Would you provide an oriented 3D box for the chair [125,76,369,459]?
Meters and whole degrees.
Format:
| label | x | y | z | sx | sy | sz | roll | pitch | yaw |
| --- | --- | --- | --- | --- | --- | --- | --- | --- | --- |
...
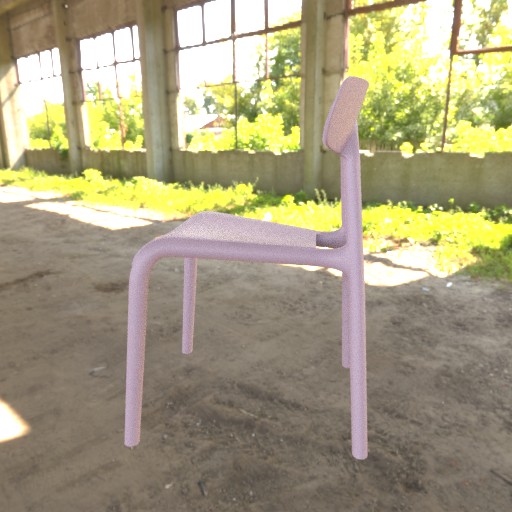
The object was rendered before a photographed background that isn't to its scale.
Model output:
| label | x | y | z | sx | sy | sz | roll | pitch | yaw |
| --- | --- | --- | --- | --- | --- | --- | --- | --- | --- |
| chair | 0.000 | 0.000 | 0.809 | 0.401 | 0.580 | 0.356 | 2 | 15 | 7 |
